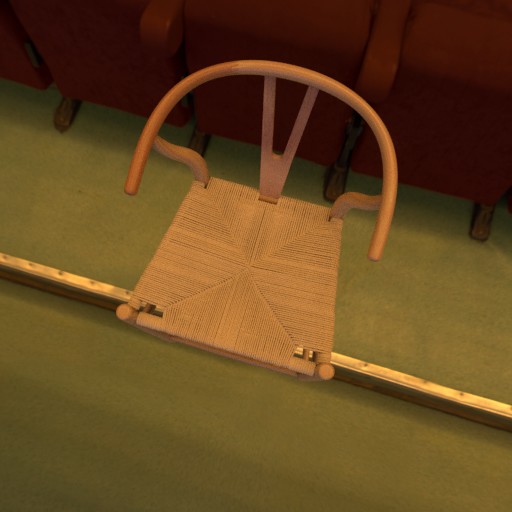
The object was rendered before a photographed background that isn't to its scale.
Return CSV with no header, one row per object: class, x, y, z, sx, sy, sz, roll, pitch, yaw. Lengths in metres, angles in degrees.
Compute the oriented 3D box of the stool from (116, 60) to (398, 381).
stool,0.000,0.000,1.268,0.536,0.923,0.575,15,74,4
